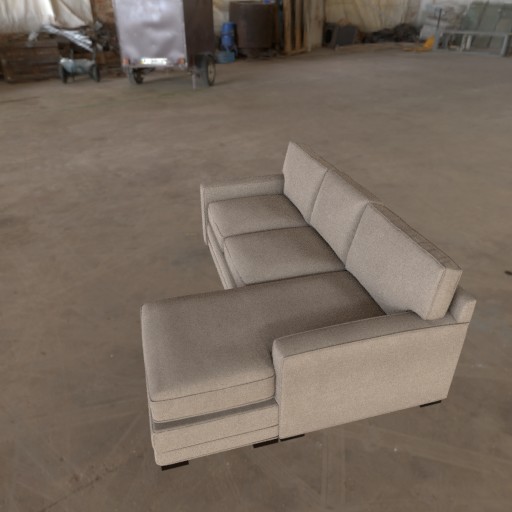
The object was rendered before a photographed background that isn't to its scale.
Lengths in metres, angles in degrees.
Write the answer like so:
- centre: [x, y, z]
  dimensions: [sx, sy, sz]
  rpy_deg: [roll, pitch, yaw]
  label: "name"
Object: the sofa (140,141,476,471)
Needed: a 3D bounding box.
- centre: [0.000, 0.000, 2.802]
  dimensions: [1.496, 0.861, 2.087]
  rpy_deg: [-8, 31, -13]
  label: "sofa"
